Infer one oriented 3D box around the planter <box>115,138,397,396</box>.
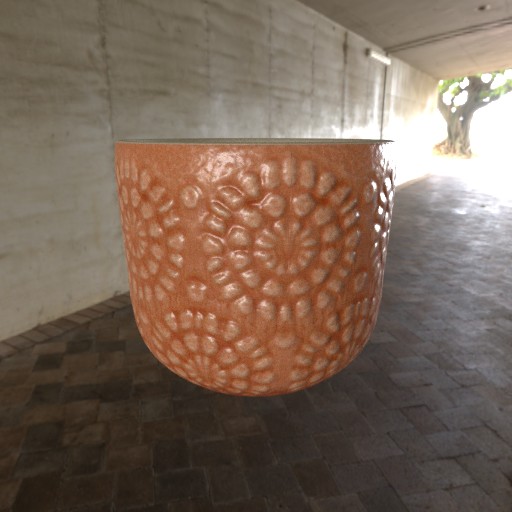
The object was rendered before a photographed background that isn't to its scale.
[{"bbox_3d":[0.000,0.000,0.215,0.124,0.109,0.124,0,16,0],"label":"planter"}]
